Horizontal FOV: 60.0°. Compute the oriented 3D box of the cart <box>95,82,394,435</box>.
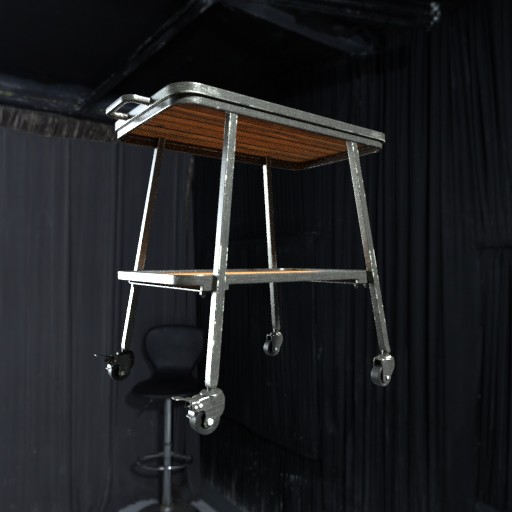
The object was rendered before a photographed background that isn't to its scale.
[{"bbox_3d":[0.000,0.000,1.241,0.806,0.700,0.515,0,-1,-37],"label":"cart"}]
